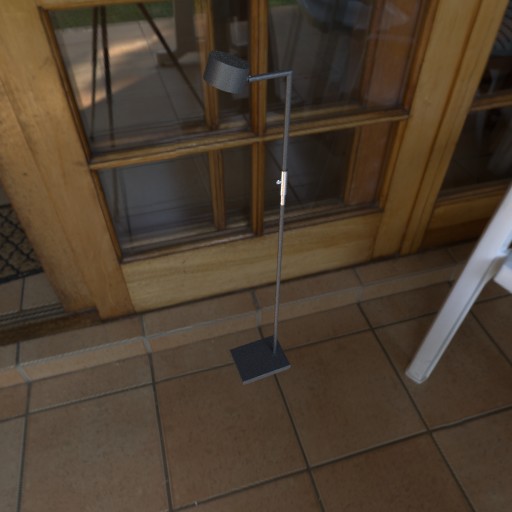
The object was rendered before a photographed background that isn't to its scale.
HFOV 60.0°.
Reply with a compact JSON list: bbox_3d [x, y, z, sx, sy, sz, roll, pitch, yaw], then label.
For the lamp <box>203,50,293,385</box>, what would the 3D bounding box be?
[{"bbox_3d":[0.000,0.000,1.766,0.304,1.600,0.203,-16,48,-15],"label":"lamp"}]
